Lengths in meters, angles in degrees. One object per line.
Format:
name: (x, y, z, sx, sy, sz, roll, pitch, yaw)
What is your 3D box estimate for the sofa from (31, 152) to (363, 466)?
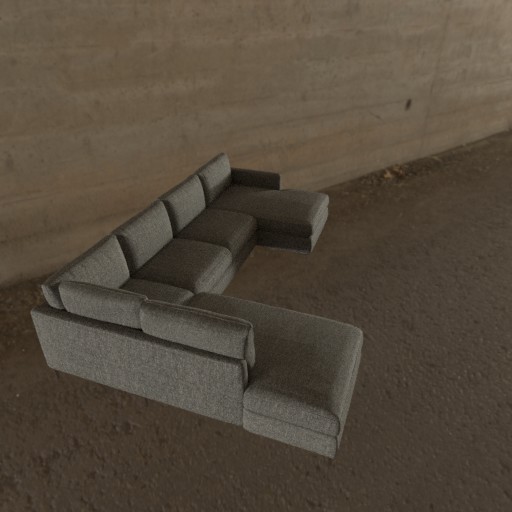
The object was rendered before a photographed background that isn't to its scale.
sofa: (0.000, 0.000, 3.499, 1.879, 0.756, 2.737, 11, 33, 17)
